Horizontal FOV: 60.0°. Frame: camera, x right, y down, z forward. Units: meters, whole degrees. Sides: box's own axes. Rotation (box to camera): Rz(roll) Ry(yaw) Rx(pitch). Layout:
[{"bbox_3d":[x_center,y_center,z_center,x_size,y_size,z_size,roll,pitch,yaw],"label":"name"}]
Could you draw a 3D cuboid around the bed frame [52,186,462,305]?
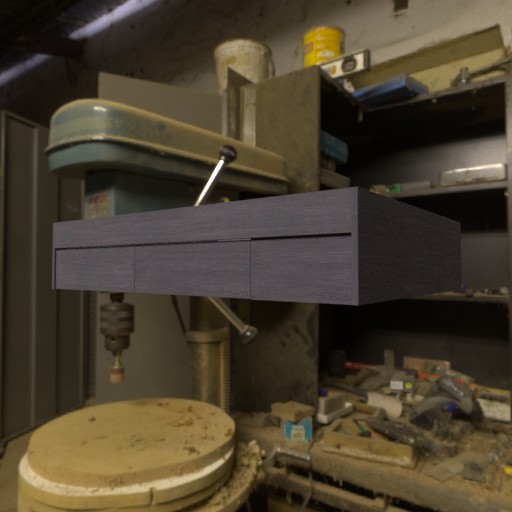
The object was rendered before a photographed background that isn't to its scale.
[{"bbox_3d":[0.000,0.000,2.630,1.944,0.459,1.448,-1,-2,37],"label":"bed frame"}]
